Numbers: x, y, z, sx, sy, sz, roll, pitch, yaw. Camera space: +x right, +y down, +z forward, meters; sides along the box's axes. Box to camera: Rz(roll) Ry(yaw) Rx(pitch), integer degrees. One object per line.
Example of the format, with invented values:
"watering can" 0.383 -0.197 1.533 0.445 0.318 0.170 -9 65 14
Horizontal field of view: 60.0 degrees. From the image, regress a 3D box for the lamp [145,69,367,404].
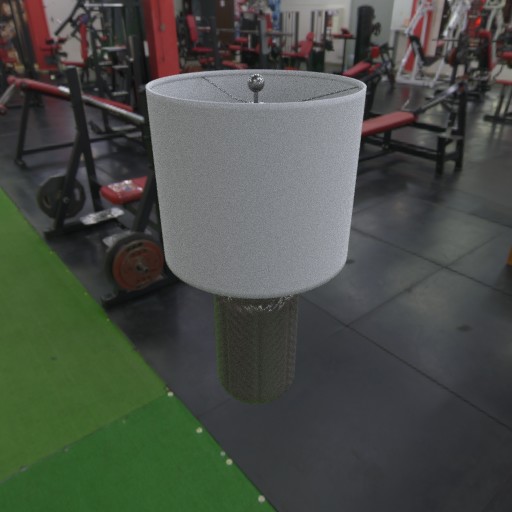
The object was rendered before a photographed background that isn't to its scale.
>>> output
"lamp" 0.000 0.000 0.508 0.203 0.389 0.203 -20 35 -31
